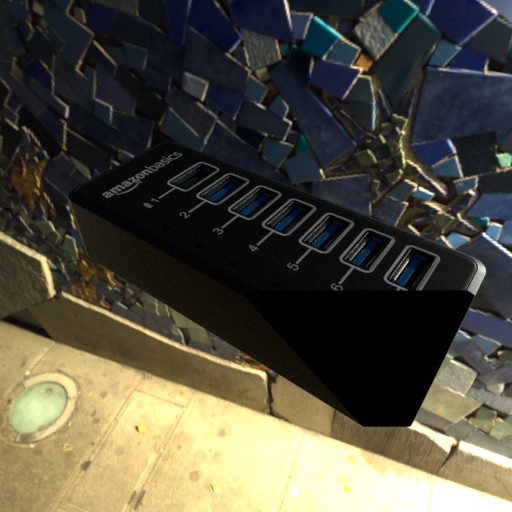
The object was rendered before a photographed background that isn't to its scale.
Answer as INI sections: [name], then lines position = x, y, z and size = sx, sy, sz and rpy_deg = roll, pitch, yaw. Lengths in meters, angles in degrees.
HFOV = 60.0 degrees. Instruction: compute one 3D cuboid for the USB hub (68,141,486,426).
[USB hub]
position = 0.000, 0.000, 0.126
size = 0.110, 0.023, 0.044
rpy_deg = 26, 48, 26
